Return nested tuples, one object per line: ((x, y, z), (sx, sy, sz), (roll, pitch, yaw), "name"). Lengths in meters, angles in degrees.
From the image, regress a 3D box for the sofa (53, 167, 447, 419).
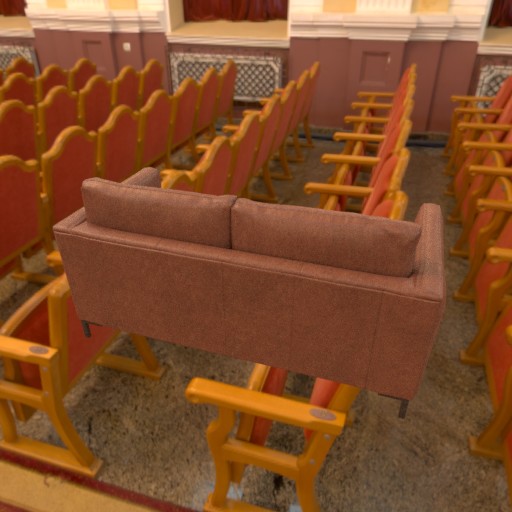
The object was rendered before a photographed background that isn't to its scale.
((0.000, 0.000, 2.337), (1.797, 0.883, 0.899), (10, 33, 15), "sofa")
